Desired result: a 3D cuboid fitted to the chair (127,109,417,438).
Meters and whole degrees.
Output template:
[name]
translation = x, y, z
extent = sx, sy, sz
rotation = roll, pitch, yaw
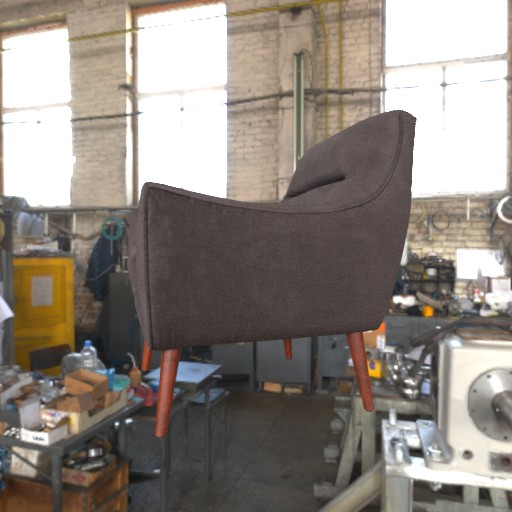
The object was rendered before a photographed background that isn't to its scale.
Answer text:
[chair]
translation = 0.000, 0.000, 1.413
extent = 0.787, 0.838, 0.762
rotation = 0, 1, -17
